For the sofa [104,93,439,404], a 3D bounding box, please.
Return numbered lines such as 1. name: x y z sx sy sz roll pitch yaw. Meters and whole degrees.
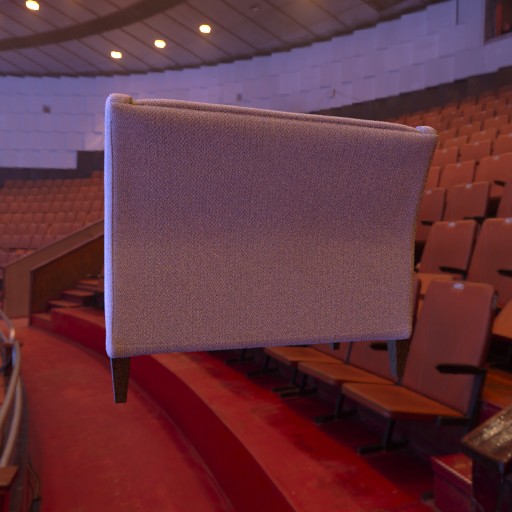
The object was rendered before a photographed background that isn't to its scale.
1. sofa: 0.000 0.000 1.929 1.242 1.022 0.870 0 0 -17
